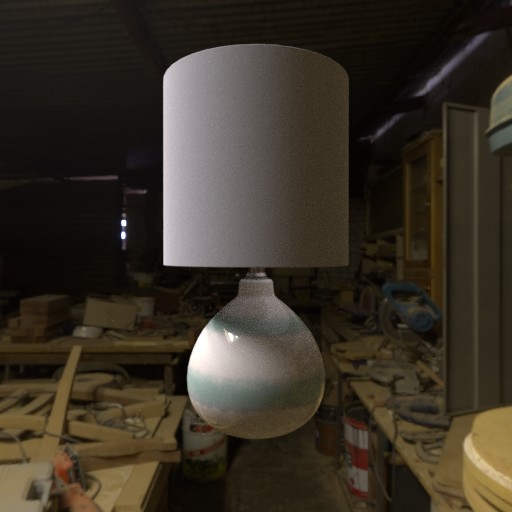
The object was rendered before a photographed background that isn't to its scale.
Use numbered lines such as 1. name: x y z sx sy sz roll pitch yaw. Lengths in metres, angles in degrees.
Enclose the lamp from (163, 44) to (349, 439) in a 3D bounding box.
1. lamp: 0.000 0.000 0.530 0.217 0.404 0.217 0 0 0
